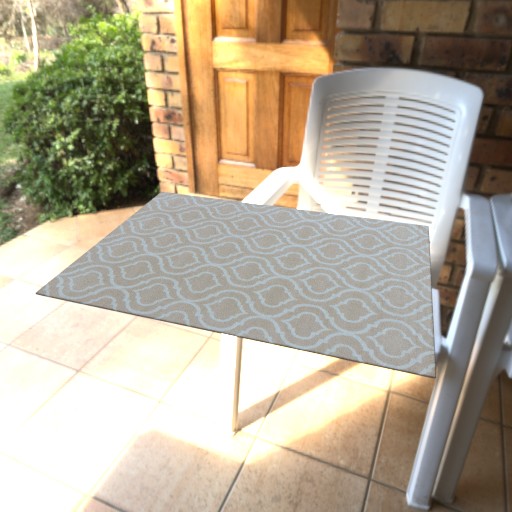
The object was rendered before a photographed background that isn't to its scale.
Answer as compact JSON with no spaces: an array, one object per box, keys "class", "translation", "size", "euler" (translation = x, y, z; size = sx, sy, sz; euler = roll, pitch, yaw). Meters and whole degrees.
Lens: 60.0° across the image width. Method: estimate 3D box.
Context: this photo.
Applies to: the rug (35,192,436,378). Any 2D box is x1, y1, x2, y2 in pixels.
[{"class":"rug","translation":[0.000,0.000,2.844],"size":[2.134,0.010,1.524],"euler":[9,32,15]}]
